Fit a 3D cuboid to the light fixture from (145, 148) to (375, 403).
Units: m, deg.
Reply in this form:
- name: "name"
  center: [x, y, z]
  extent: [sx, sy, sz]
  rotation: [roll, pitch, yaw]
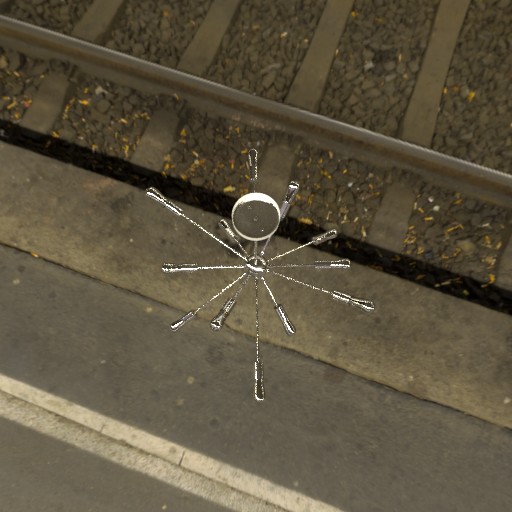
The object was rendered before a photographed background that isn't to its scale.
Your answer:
- name: "light fixture"
  center: [0.000, 0.000, 1.063]
  extent: [0.509, 0.558, 0.684]
  rotation: [-1, 75, 0]
